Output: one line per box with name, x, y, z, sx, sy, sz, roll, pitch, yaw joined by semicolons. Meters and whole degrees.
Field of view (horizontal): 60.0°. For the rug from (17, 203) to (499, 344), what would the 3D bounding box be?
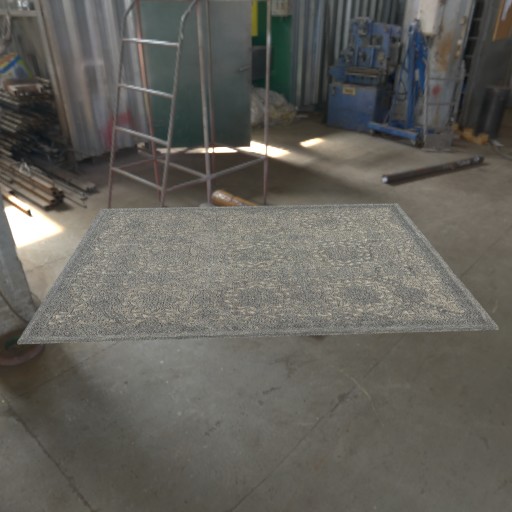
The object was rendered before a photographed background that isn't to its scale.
rug;0.000;0.000;2.195;1.819;0.012;1.208;-1;30;-2
